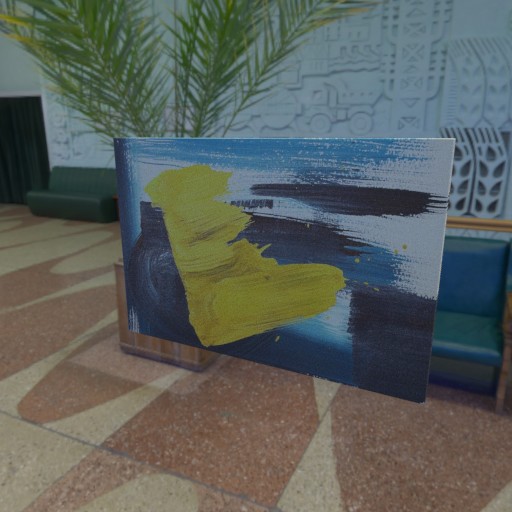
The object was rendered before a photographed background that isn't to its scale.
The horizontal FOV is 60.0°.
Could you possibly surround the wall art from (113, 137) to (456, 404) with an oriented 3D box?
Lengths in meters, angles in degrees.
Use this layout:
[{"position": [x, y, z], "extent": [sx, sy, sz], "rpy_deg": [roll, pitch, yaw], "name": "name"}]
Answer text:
[{"position": [0.000, 0.000, 1.186], "extent": [0.914, 0.610, 0.039], "rpy_deg": [8, 17, 26], "name": "wall art"}]
